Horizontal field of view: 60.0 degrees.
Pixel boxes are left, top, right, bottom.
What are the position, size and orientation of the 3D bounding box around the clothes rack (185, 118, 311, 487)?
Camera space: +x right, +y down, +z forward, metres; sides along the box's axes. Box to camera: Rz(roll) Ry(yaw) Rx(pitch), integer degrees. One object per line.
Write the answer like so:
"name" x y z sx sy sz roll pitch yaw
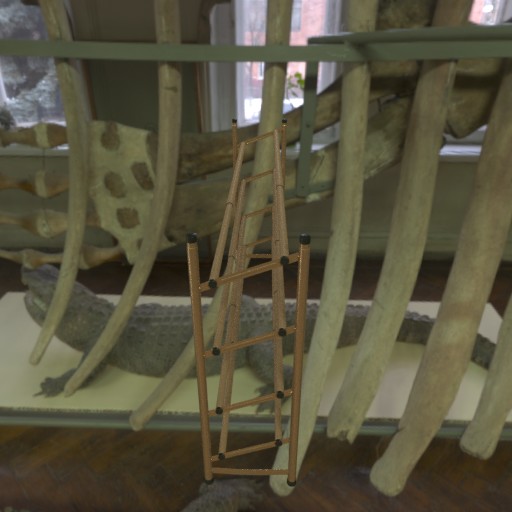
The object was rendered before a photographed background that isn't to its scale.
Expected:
"clothes rack" 0.000 0.000 1.456 0.229 0.672 1.168 1 27 1
